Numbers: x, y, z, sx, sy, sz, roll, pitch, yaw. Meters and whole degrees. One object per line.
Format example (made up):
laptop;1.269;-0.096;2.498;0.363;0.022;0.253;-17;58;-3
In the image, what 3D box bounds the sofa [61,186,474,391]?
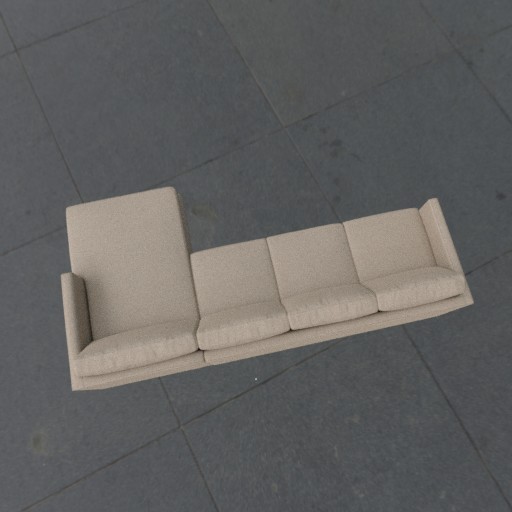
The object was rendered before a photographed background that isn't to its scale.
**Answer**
sofa;0.000;0.000;3.842;3.177;0.867;1.622;-12;75;-3
